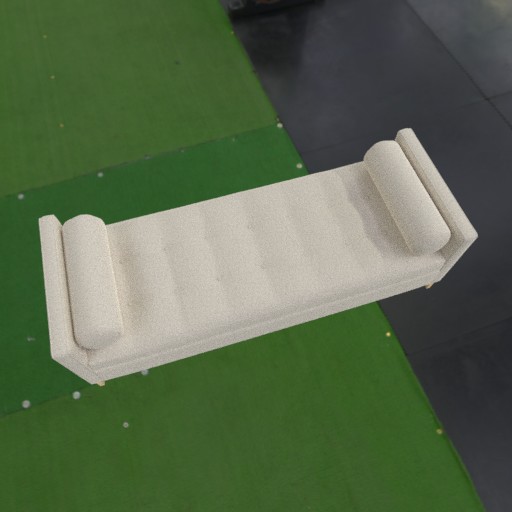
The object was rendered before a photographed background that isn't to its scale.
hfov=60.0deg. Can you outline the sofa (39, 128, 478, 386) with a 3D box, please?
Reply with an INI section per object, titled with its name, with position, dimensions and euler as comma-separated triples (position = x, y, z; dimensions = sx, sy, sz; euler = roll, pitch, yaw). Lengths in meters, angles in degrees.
[sofa]
position = 0.000, 0.000, 2.368
dimensions = 1.985, 0.641, 0.746
euler = -15, 63, -8
